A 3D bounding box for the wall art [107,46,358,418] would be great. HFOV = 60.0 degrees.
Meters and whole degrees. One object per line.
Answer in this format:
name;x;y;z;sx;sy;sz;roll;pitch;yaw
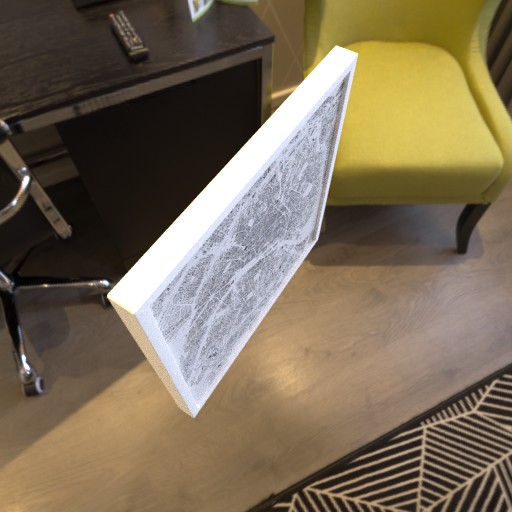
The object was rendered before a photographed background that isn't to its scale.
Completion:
wall art;0.000;0.000;0.778;0.038;0.508;0.508;29;63;16
